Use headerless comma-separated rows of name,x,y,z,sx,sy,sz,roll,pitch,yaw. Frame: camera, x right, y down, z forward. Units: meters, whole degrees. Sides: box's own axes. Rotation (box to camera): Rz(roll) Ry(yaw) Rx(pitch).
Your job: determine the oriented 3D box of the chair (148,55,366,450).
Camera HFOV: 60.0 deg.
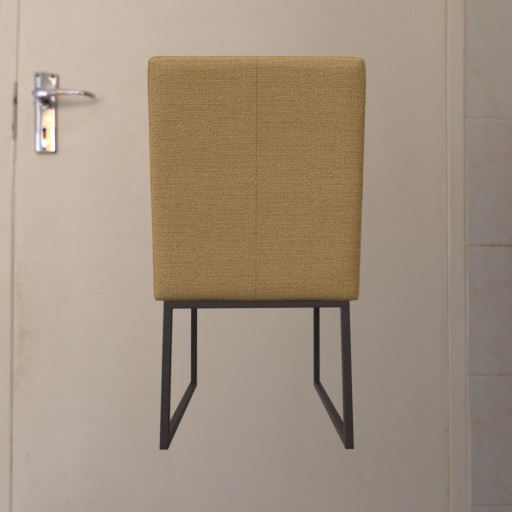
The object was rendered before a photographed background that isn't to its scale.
chair,0.000,0.000,1.317,0.520,0.930,0.634,0,-1,0
